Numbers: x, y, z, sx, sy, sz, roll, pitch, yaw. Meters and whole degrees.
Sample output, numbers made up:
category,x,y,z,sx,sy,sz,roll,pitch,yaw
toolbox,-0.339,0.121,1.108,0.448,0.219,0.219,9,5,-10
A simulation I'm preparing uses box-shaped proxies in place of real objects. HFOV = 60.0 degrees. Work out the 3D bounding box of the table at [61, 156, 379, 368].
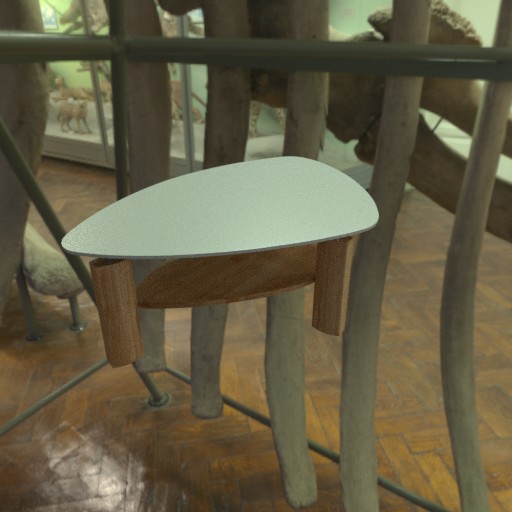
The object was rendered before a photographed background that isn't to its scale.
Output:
category,x,y,z,sx,sy,sz,roll,pitch,yaw
table,0.000,0.000,1.647,0.850,0.440,1.250,17,31,31
